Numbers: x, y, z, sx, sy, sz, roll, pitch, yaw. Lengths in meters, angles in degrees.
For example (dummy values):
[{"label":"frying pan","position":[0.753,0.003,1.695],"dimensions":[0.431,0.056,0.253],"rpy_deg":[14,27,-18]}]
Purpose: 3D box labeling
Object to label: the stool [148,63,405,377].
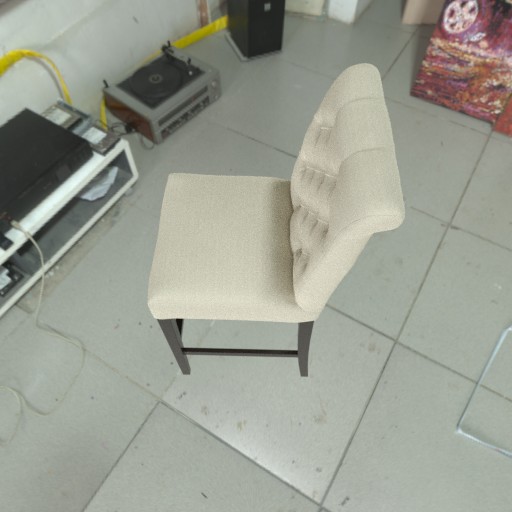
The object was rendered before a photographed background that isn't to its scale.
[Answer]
[{"label":"stool","position":[0.000,0.000,1.437],"dimensions":[0.610,1.118,0.482],"rpy_deg":[1,58,1]}]
